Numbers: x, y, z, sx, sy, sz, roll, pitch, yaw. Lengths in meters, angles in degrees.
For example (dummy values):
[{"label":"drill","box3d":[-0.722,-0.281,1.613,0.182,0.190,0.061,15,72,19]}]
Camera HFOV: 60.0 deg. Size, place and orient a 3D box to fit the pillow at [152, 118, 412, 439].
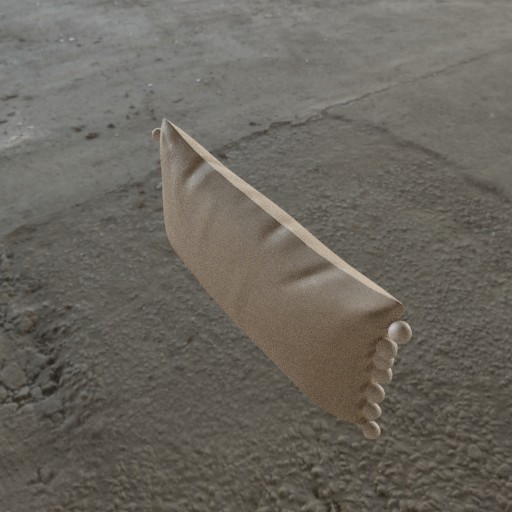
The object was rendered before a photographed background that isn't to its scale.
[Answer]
[{"label":"pillow","box3d":[0.000,0.000,0.856,0.201,0.322,0.709,-26,48,-26]}]
